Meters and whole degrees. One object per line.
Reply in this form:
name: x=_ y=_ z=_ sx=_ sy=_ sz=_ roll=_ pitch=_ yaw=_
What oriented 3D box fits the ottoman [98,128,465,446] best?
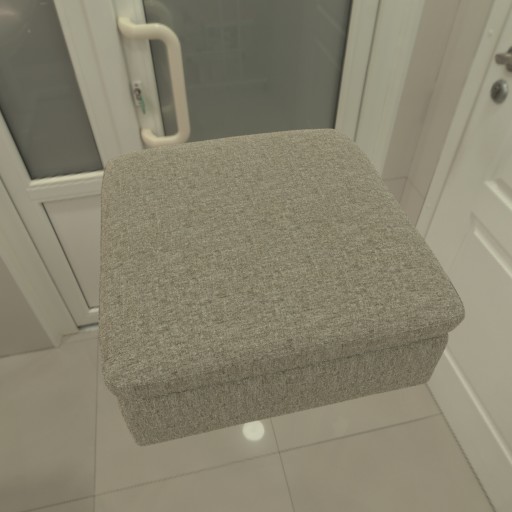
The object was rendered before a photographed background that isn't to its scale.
ottoman: x=0.000 y=0.000 z=1.602 sx=1.035 sy=0.526 sz=1.039 roll=-9 pitch=47 yaw=-9
